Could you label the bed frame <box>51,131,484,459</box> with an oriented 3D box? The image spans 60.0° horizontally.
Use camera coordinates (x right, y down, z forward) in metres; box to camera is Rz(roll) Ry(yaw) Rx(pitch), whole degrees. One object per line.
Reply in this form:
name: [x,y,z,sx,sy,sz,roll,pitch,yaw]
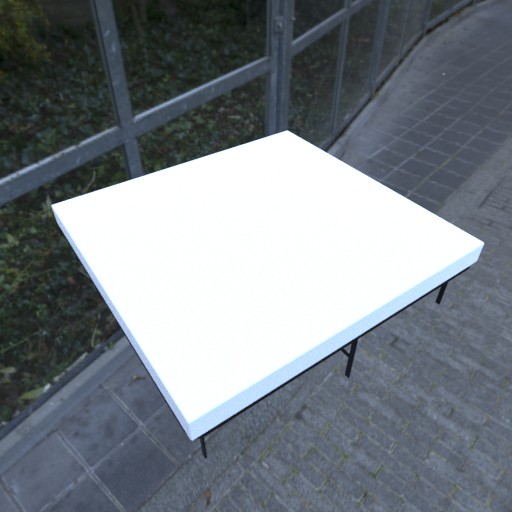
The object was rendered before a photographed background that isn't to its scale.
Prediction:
bed frame: [0.000,0.000,3.020,2.032,0.559,1.930,-25,46,-26]
